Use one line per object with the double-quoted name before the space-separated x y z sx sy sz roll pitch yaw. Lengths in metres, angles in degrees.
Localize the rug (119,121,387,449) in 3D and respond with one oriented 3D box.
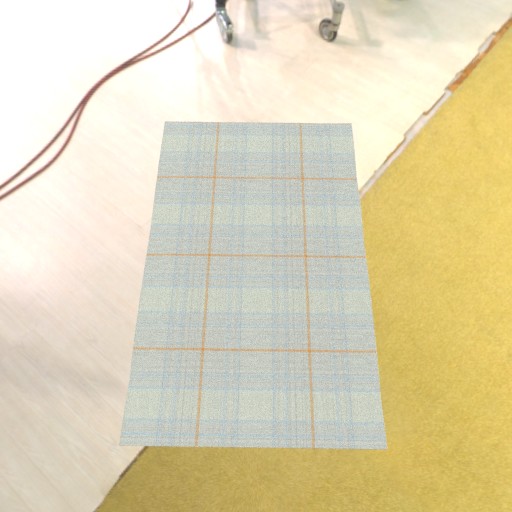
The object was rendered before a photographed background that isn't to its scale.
"rug" 0.000 0.000 3.069 1.527 0.016 2.442 1 63 0
